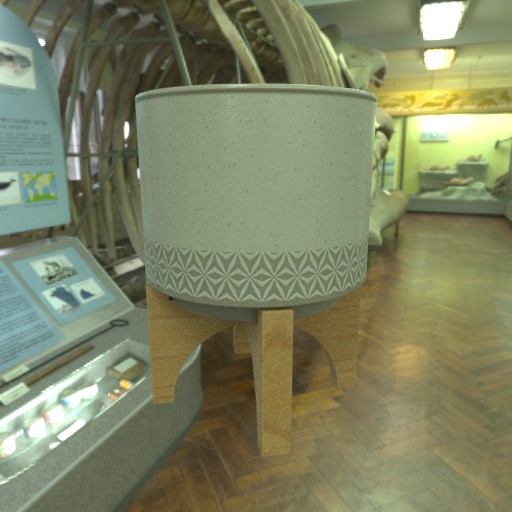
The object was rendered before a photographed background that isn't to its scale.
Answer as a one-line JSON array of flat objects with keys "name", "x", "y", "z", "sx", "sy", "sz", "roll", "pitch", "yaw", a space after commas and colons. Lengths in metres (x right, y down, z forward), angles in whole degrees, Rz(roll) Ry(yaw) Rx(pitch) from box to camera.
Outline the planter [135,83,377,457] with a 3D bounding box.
[{"name": "planter", "x": 0.000, "y": 0.000, "z": 0.266, "sx": 0.130, "sy": 0.178, "sz": 0.130, "roll": 0, "pitch": 14, "yaw": 0}]
